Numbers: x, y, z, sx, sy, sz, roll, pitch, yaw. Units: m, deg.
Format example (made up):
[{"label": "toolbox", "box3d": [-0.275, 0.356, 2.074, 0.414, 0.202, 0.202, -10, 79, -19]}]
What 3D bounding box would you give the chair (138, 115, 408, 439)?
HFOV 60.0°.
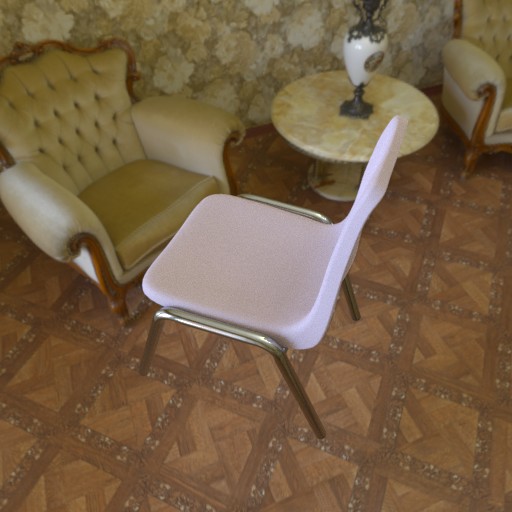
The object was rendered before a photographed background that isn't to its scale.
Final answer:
[{"label": "chair", "box3d": [0.000, 0.000, 0.826, 0.423, 0.586, 0.354, 16, 49, 15]}]
